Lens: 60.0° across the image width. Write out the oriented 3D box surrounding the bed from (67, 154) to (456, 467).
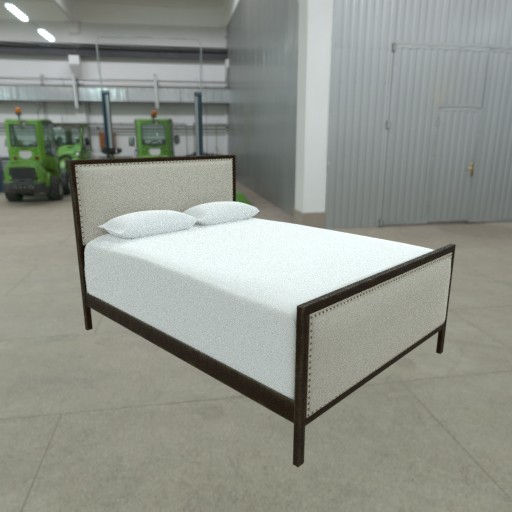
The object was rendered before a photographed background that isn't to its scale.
[{"bbox_3d":[0.000,0.000,3.145,2.221,1.313,1.607,14,20,43],"label":"bed"}]
